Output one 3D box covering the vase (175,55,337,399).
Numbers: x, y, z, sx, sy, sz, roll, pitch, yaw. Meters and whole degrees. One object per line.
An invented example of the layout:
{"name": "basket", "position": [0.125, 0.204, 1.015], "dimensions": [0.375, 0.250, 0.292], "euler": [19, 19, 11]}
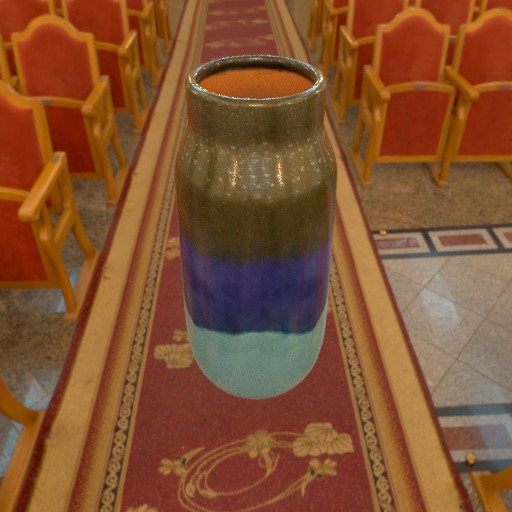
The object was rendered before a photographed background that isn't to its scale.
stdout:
{"name": "vase", "position": [0.000, 0.000, 0.392], "dimensions": [0.139, 0.313, 0.139], "euler": [0, 41, 0]}
